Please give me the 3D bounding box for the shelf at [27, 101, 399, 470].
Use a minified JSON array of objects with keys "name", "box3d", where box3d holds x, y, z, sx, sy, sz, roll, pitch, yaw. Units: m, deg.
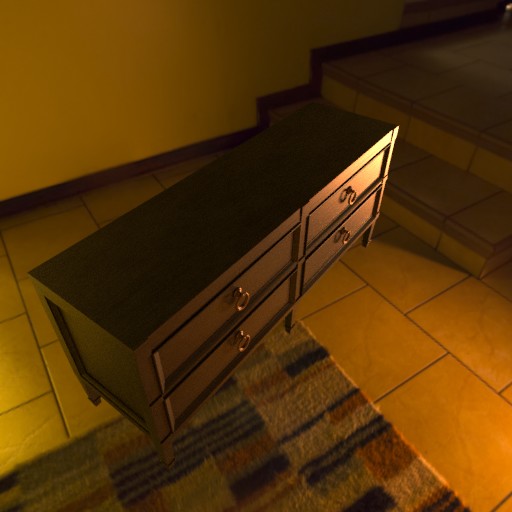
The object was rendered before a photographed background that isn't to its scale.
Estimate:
[{"name":"shelf","box3d":[0.000,0.000,1.890,0.479,0.719,1.575,27,48,27]}]
